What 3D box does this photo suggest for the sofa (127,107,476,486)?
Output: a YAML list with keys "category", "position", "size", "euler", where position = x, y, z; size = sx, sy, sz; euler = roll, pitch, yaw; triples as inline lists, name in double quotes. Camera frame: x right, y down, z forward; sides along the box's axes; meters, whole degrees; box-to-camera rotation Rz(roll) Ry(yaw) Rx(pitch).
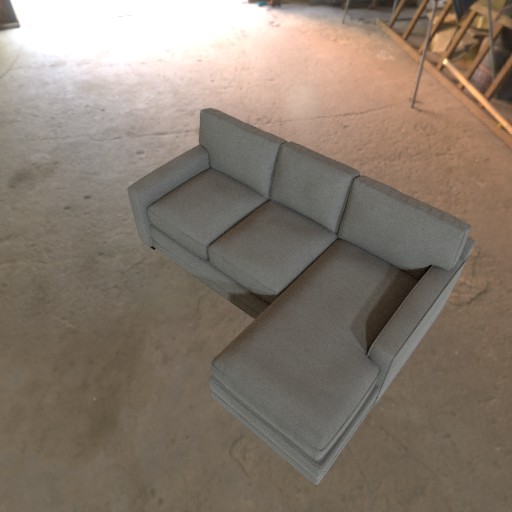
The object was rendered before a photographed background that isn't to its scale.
- category: "sofa"
  position: [0.000, 0.000, 2.802]
  size: [2.087, 0.861, 1.496]
  euler: [32, 54, 27]
